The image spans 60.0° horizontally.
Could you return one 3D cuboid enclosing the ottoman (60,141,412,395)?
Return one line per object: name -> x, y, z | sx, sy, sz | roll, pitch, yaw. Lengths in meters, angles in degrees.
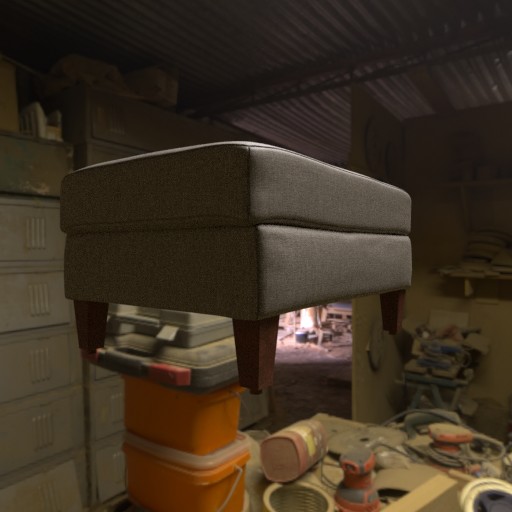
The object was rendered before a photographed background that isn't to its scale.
ottoman -> 0.000, 0.000, 1.255 | 0.639, 0.494, 0.873 | 0, 1, 37
